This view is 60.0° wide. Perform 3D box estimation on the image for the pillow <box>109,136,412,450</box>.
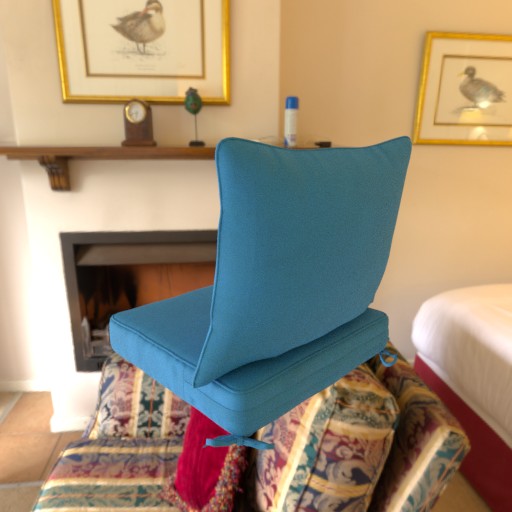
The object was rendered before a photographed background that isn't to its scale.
[{"bbox_3d":[0.000,0.000,1.378,0.798,0.725,0.733,-15,22,-43],"label":"pillow"}]
